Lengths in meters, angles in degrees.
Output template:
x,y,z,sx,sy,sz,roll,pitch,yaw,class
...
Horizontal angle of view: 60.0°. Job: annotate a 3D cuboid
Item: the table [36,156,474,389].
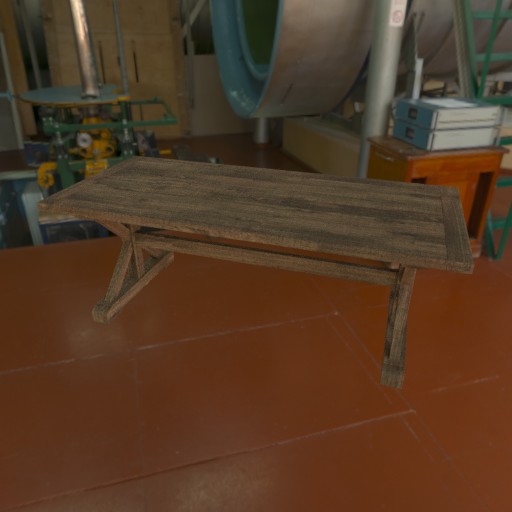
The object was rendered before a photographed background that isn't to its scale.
x,y,z,sx,sy,sz,roll,pitch,yaw,class
0.000,0.000,2.503,2.031,0.733,0.907,9,30,16,table
